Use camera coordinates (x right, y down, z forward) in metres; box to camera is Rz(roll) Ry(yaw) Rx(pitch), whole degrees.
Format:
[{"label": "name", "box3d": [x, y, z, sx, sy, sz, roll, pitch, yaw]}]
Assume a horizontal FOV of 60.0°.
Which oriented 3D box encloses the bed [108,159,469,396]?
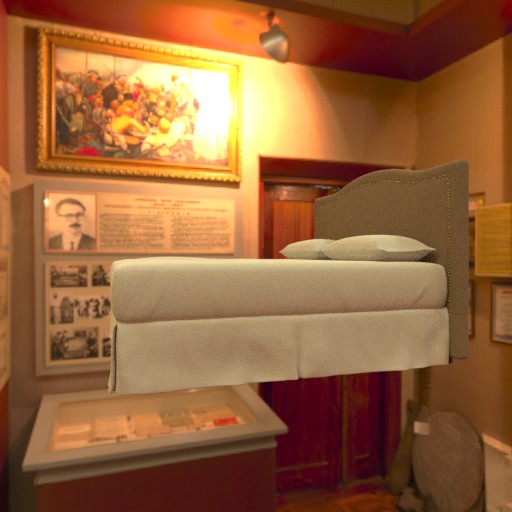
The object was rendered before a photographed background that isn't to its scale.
[{"label": "bed", "box3d": [0.000, 0.000, 3.457, 2.182, 1.421, 2.083, 0, 0, -18]}]
